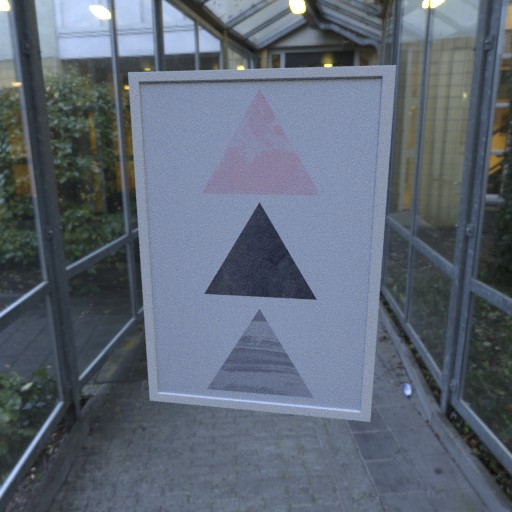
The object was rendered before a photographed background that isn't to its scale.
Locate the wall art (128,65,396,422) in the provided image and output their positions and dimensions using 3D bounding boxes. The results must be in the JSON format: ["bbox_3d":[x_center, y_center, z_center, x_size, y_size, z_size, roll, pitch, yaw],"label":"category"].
[{"bbox_3d":[0.000,0.000,1.198,0.659,0.940,0.013,2,14,9],"label":"wall art"}]
